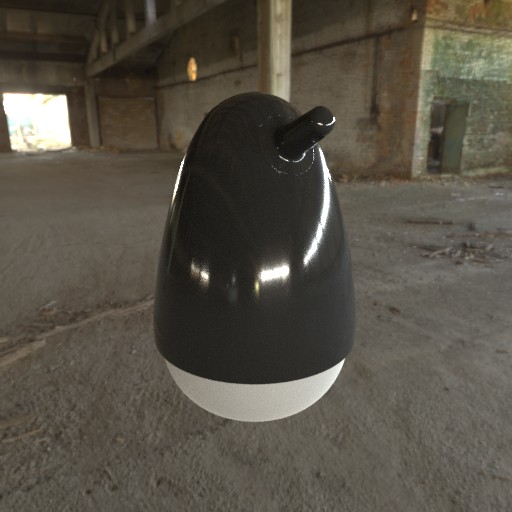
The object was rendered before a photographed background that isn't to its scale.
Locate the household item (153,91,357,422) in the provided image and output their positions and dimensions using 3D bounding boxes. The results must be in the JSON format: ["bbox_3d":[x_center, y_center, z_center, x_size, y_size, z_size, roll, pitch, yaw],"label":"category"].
[{"bbox_3d":[0.000,0.000,0.218,0.102,0.152,0.104,-9,18,-28],"label":"household item"}]
